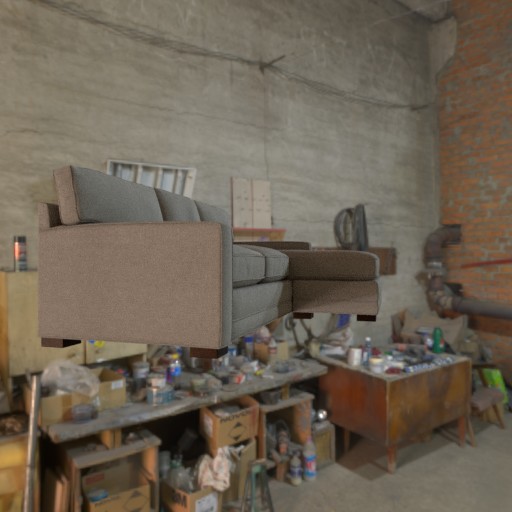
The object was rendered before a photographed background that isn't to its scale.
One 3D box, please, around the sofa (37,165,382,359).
[{"bbox_3d":[0.000,0.000,2.833,1.496,0.861,2.087,0,-1,17],"label":"sofa"}]
